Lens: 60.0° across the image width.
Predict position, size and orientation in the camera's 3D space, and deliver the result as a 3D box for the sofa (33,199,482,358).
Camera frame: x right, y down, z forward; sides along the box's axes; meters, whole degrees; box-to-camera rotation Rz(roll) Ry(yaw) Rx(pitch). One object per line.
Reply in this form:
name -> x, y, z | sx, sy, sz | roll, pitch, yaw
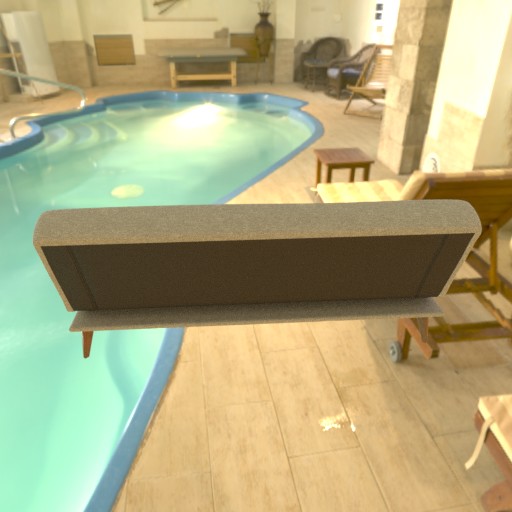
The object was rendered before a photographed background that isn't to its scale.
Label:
sofa -> 0.000, 0.000, 2.263 | 1.800, 0.810, 0.860 | -2, 30, -3
